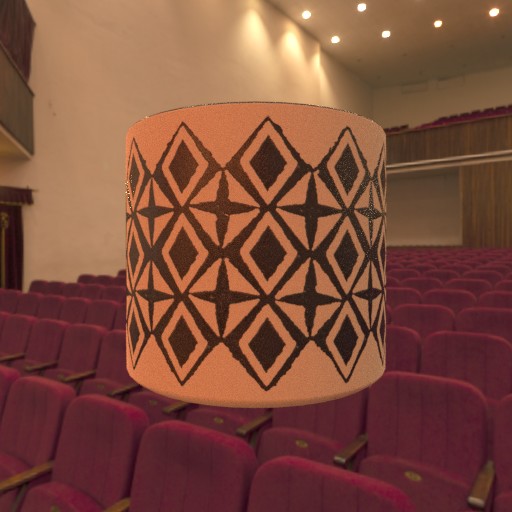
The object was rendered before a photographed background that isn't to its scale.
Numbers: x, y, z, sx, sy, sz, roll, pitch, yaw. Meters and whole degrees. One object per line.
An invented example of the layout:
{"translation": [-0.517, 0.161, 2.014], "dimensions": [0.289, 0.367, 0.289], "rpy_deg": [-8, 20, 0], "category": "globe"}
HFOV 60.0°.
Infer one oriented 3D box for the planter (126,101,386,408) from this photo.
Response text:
{"translation": [0.000, 0.000, 0.282], "dimensions": [0.159, 0.144, 0.159], "rpy_deg": [0, 1, 0], "category": "planter"}
